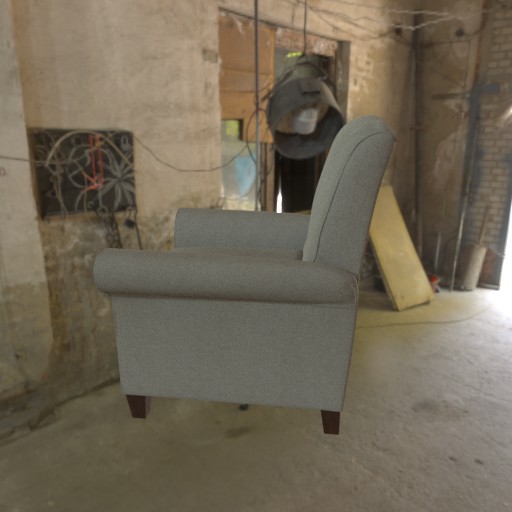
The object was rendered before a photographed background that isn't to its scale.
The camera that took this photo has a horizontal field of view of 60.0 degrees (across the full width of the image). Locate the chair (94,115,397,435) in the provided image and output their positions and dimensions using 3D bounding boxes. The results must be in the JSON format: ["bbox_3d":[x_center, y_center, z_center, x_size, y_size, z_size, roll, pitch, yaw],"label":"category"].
[{"bbox_3d":[0.000,0.000,1.764,0.905,1.061,0.978,2,15,7],"label":"chair"}]
